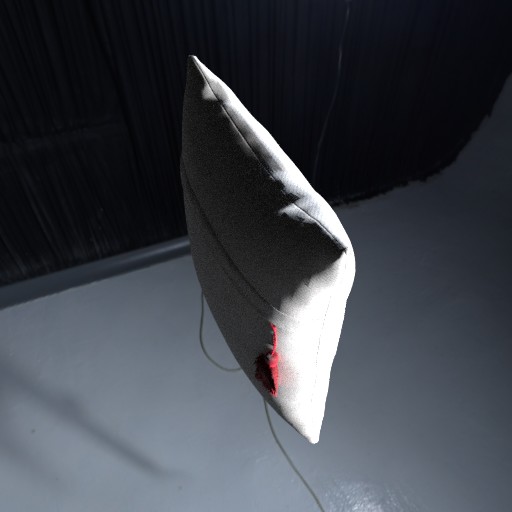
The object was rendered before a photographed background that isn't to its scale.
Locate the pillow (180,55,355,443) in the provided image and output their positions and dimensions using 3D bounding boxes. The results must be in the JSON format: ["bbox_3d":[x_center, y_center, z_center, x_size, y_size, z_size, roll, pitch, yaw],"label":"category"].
[{"bbox_3d":[0.000,0.000,0.665,0.173,0.436,0.433,-17,49,-16],"label":"pillow"}]
